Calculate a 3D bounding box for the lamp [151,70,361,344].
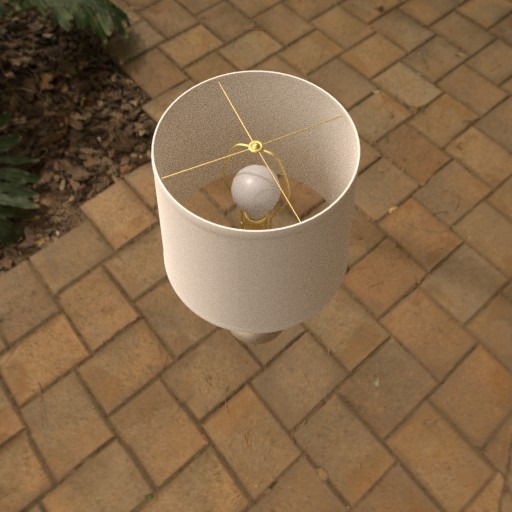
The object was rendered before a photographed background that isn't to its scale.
[{"bbox_3d":[0.000,0.000,0.831,0.328,0.619,0.328,0,63,0],"label":"lamp"}]
